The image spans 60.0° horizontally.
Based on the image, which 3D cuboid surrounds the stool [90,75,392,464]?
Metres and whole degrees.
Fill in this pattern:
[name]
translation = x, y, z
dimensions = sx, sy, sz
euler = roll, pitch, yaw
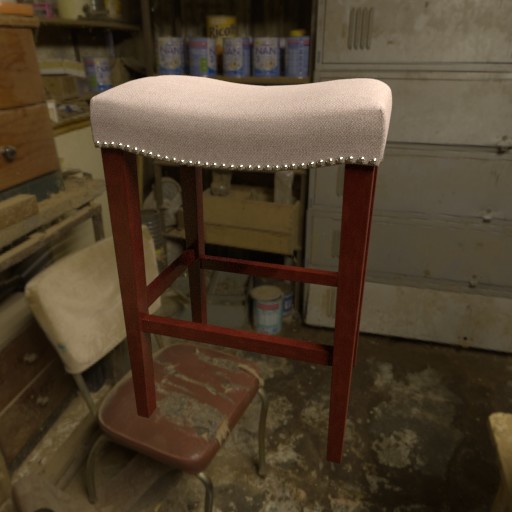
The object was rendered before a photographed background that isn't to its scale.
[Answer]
[stool]
translation = 0.000, 0.000, 0.993
dimensions = 0.504, 0.742, 0.372
euler = 7, 26, 15
